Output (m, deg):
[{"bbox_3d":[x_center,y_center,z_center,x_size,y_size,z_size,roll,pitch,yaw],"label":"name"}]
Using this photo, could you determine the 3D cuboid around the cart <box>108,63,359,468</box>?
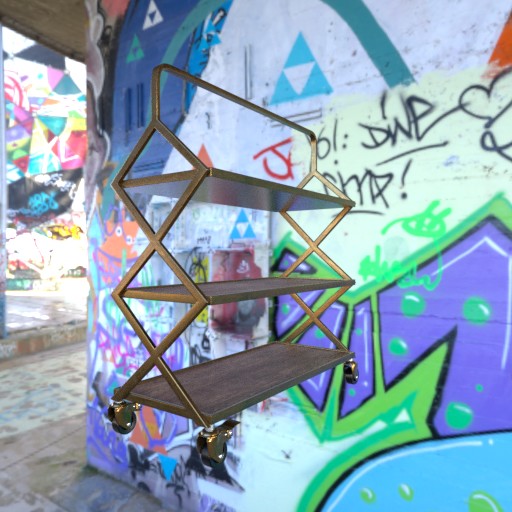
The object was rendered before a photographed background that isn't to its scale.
[{"bbox_3d":[0.000,0.000,1.192,0.313,0.805,0.723,0,0,36],"label":"cart"}]
